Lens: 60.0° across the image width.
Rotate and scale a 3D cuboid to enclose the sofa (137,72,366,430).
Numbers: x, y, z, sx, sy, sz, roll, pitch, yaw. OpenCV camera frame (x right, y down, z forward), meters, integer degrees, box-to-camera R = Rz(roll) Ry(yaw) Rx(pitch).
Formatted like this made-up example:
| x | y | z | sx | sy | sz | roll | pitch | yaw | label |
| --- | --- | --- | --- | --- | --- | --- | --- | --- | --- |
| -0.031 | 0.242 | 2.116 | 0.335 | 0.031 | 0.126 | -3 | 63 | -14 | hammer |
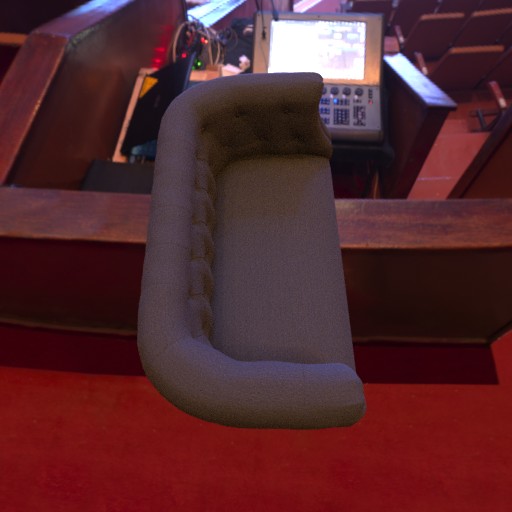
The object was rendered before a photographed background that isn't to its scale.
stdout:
| x | y | z | sx | sy | sz | roll | pitch | yaw | label |
| --- | --- | --- | --- | --- | --- | --- | --- | --- | --- |
| 0.000 | 0.000 | 2.015 | 0.835 | 0.827 | 1.558 | -1 | 62 | -1 | sofa |
